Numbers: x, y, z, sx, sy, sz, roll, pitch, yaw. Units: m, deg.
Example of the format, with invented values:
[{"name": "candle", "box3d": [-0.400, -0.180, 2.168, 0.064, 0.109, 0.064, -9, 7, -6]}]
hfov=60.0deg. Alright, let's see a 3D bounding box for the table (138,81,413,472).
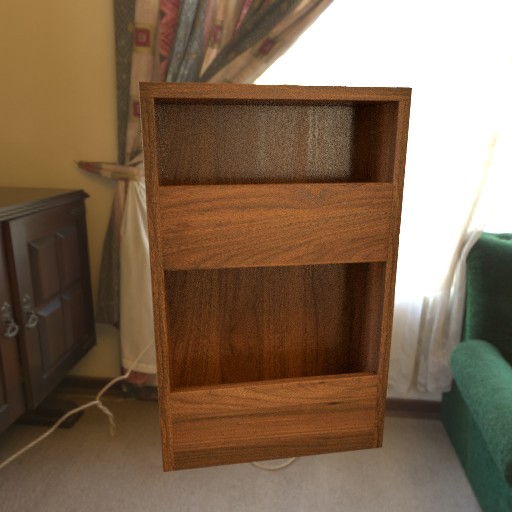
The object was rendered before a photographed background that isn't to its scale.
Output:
[{"name": "table", "box3d": [0.000, 0.000, 1.552, 0.660, 1.041, 0.786, -2, 15, -9]}]
